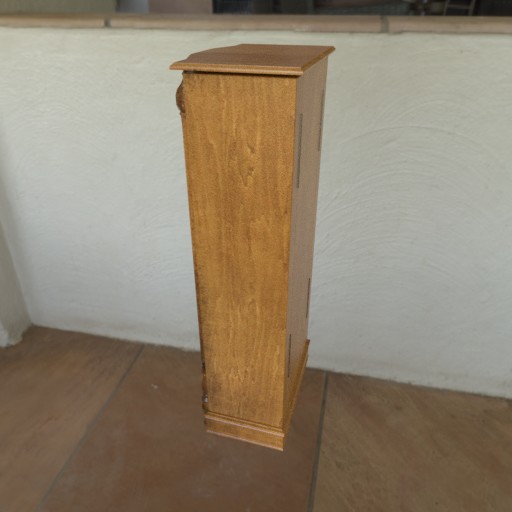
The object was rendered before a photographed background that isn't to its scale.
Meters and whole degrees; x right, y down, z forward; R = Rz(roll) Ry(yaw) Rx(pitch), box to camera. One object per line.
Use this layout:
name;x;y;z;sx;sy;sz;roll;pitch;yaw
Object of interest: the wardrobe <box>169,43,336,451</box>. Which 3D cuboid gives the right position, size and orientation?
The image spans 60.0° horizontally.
wardrobe;0.000;0.000;1.145;0.273;0.959;0.406;8;31;14
